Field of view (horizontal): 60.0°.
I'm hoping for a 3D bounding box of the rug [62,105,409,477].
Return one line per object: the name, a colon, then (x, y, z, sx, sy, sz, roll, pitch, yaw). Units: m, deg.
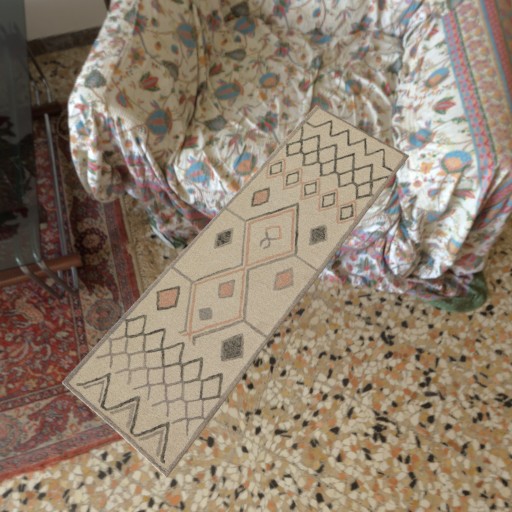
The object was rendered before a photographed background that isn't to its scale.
rug: (0.000, 0.000, 2.672, 0.750, 0.011, 2.435, 34, 70, 15)
